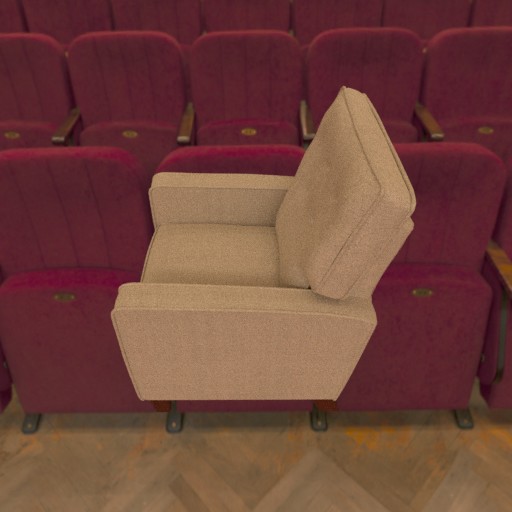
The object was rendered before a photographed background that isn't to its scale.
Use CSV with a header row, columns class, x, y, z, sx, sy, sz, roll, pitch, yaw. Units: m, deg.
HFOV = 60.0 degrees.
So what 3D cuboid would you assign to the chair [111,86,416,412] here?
class,x,y,z,sx,sy,sz,roll,pitch,yaw
chair,0.000,0.000,1.415,0.754,0.888,0.648,0,42,0
